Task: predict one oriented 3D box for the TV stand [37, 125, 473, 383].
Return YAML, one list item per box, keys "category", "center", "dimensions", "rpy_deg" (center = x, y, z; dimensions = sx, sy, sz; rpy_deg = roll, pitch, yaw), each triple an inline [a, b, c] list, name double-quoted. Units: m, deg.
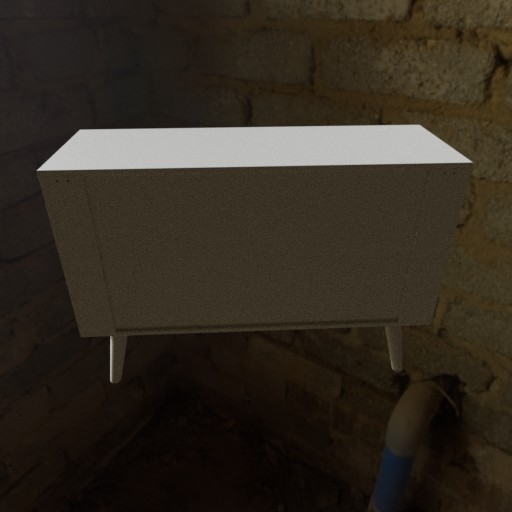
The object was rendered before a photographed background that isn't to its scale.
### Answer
- category: "TV stand"
  center: [0.000, 0.000, 1.591]
  dimensions: [1.193, 0.812, 0.406]
  rpy_deg: [-2, 31, -3]
